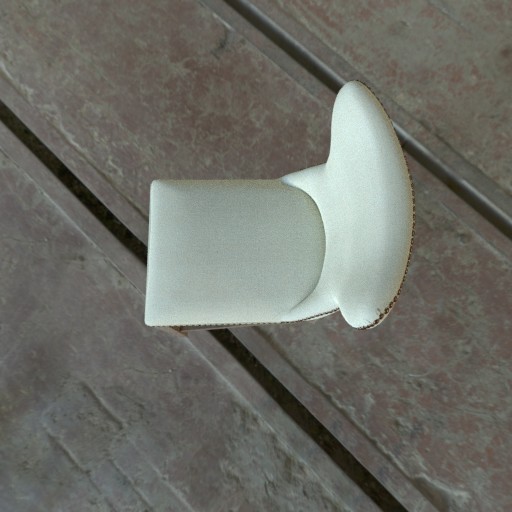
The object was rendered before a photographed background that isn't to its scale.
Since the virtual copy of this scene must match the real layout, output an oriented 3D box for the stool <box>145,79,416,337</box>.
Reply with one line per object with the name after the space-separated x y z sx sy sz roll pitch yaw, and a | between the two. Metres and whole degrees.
0.000 0.000 1.289 0.608 0.981 0.498 -1 76 0 | stool
